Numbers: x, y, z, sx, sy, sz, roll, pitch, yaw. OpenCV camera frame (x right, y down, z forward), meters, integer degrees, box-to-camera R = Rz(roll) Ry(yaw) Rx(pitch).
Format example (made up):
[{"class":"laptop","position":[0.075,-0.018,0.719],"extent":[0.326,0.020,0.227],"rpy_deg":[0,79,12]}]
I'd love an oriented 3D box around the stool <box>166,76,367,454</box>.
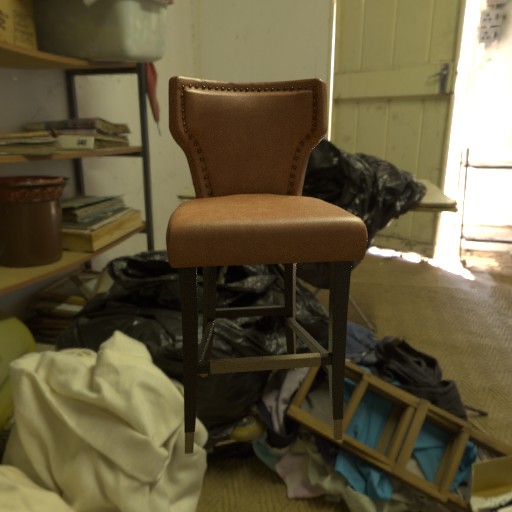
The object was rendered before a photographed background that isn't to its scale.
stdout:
[{"class":"stool","position":[0.000,0.000,1.408],"extent":[0.526,1.092,0.563],"rpy_deg":[-2,16,-7]}]
